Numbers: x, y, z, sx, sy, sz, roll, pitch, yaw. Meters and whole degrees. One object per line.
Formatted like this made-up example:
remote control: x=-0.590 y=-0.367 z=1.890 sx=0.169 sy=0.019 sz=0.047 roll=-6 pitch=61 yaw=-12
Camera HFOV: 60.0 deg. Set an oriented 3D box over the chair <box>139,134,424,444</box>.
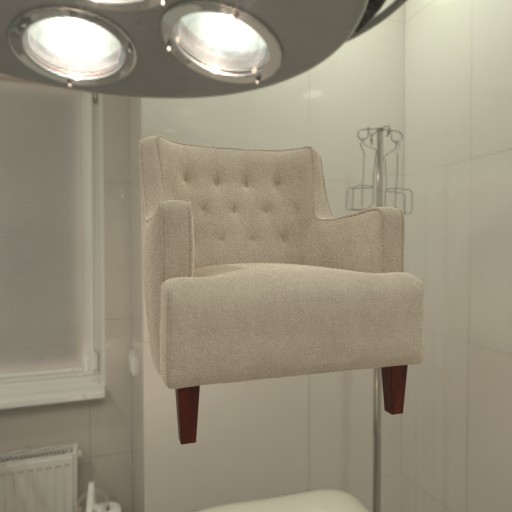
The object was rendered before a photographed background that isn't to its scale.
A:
chair: x=0.000 y=0.000 z=1.571 sx=0.781 sy=0.920 sz=0.910 roll=0 pitch=1 yaw=-18
